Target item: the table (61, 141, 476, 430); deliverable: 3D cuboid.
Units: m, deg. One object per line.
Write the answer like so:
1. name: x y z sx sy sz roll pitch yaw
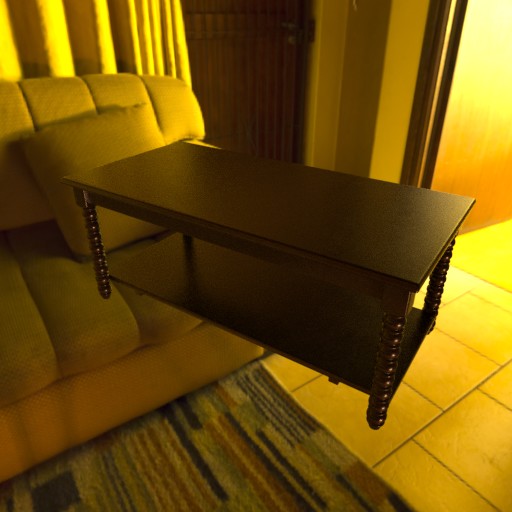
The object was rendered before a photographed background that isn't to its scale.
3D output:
1. table: 0.000 0.000 1.490 1.171 0.487 0.580 18 34 29
